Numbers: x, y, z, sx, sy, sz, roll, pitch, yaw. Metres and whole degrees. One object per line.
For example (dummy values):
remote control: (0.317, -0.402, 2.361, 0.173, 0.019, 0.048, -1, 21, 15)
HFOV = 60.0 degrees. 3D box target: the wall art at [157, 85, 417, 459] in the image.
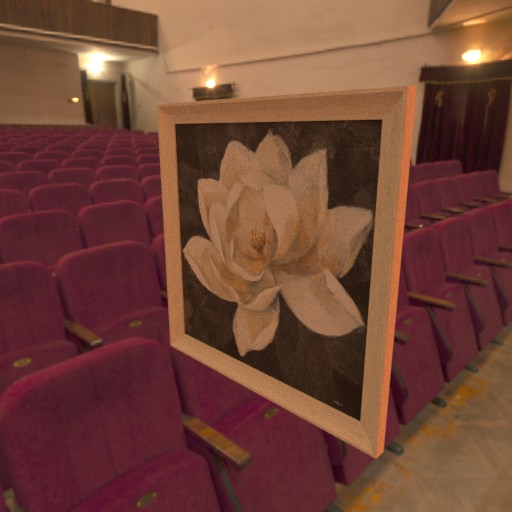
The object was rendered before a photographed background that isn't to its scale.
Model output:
wall art: (0.000, 0.000, 1.505, 1.016, 1.016, 0.045, 15, 21, 42)
